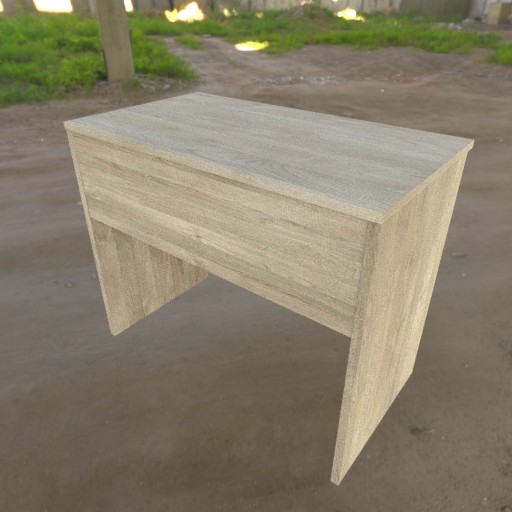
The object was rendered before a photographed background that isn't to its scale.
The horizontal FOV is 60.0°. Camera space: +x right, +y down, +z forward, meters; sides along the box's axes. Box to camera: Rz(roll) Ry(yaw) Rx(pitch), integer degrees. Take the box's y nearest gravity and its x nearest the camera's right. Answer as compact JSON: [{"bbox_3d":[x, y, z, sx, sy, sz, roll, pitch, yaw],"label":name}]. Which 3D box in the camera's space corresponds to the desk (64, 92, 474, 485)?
[{"bbox_3d":[0.000,0.000,1.279,0.893,0.724,0.498,22,38,32],"label":"desk"}]
